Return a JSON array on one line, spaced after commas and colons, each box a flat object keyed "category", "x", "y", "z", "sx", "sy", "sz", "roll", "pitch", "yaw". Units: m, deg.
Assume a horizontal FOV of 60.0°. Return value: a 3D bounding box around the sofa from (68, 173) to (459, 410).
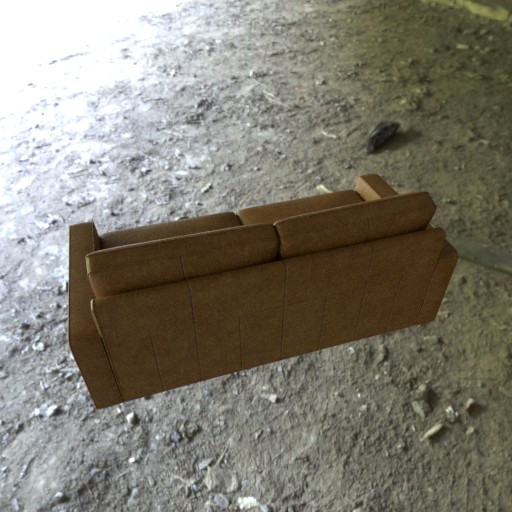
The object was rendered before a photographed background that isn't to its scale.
[{"category": "sofa", "x": 0.000, "y": 0.000, "z": 2.691, "sx": 2.156, "sy": 0.928, "sz": 0.991, "roll": -12, "pitch": 42, "yaw": -13}]
